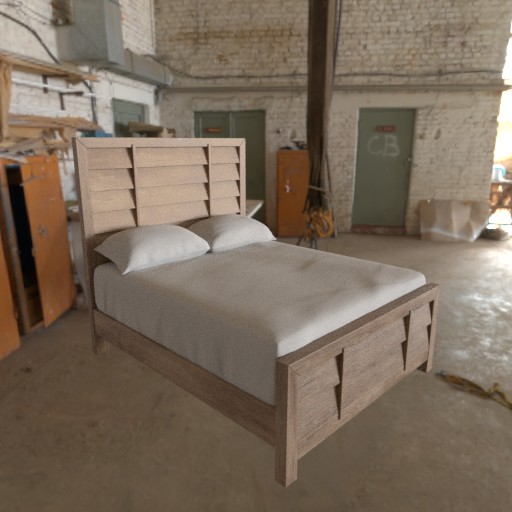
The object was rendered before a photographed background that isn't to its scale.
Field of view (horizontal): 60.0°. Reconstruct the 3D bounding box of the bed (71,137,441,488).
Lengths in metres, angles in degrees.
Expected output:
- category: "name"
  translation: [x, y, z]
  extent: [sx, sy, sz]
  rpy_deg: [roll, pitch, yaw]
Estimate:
- category: "bed"
  translation: [0.000, 0.000, 3.148]
  extent: [2.017, 1.631, 1.615]
  rpy_deg: [14, 20, 43]
